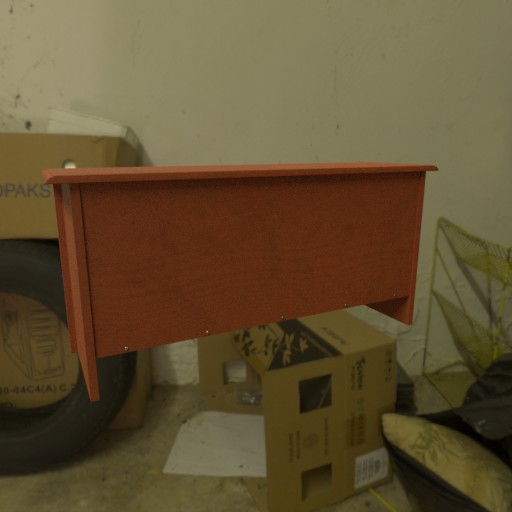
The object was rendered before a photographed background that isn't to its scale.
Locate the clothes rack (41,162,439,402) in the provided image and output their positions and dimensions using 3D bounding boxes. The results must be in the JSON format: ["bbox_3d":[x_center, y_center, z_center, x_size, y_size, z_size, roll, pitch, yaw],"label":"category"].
[{"bbox_3d":[0.000,0.000,1.502,1.251,0.594,0.362,-7,16,-26],"label":"clothes rack"}]
